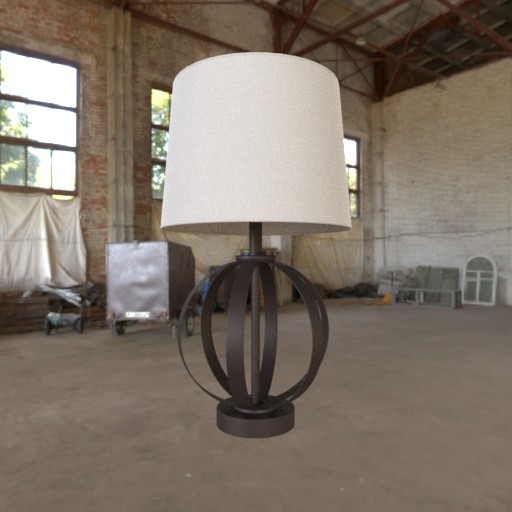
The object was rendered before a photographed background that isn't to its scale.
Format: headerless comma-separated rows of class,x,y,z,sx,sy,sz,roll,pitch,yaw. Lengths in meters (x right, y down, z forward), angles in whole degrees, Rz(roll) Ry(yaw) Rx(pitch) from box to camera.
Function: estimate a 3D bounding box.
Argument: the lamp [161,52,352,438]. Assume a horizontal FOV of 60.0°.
lamp,0.000,0.000,0.680,0.286,0.510,0.286,0,-1,0
